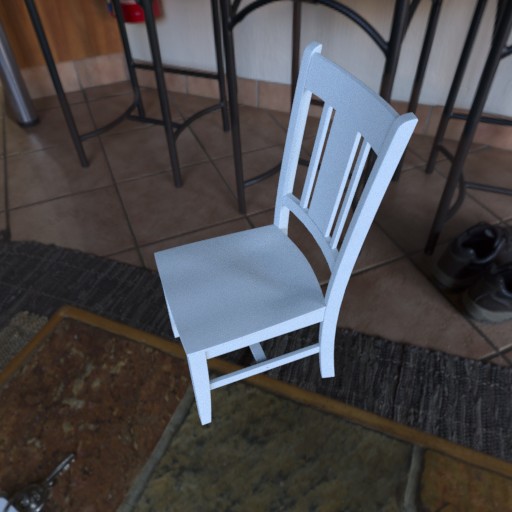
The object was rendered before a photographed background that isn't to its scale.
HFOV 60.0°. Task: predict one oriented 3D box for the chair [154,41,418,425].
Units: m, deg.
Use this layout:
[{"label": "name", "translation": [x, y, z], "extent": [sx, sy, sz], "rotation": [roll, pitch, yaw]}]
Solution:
[{"label": "chair", "translation": [0.000, 0.000, 1.304], "extent": [0.555, 0.998, 0.450], "rotation": [-15, 47, -15]}]
